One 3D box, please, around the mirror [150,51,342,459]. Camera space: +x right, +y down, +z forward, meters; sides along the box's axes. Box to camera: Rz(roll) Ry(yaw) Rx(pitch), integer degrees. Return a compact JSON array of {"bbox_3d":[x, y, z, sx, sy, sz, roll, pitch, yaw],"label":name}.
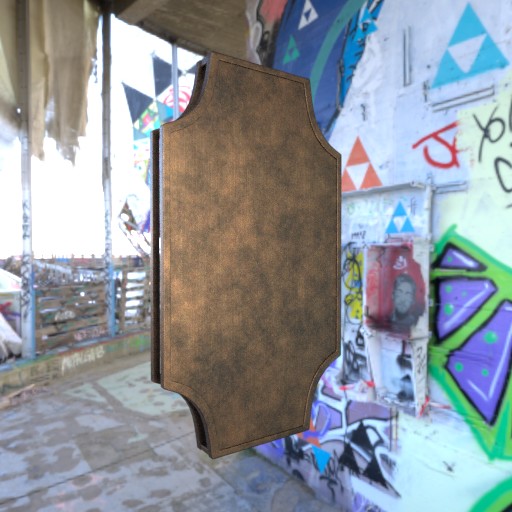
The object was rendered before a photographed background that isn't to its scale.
[{"bbox_3d":[0.000,0.000,0.978,0.462,0.811,0.066,-1,1,-35],"label":"mirror"}]
